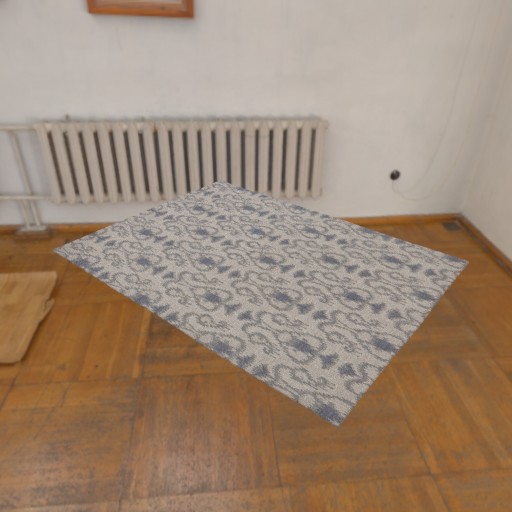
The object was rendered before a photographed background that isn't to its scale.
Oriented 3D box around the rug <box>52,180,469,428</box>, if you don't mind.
[{"bbox_3d":[0.000,0.000,2.979,2.261,0.013,1.676,23,38,33],"label":"rug"}]
